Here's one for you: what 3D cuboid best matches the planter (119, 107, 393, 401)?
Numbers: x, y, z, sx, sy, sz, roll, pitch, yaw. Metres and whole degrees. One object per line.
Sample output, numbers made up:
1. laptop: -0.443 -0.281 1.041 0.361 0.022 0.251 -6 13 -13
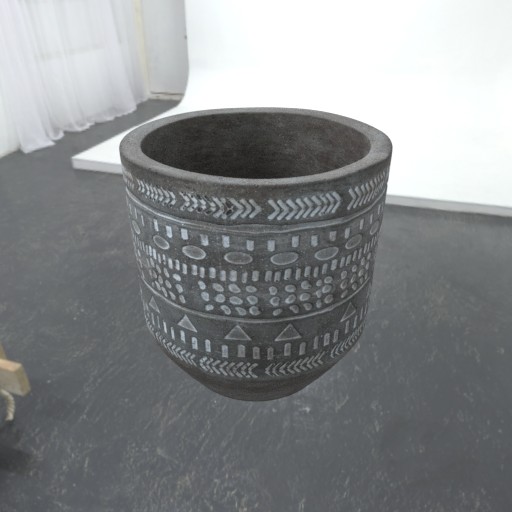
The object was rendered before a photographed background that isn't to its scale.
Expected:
1. planter: 0.000 0.000 0.273 0.142 0.149 0.142 0 31 0
